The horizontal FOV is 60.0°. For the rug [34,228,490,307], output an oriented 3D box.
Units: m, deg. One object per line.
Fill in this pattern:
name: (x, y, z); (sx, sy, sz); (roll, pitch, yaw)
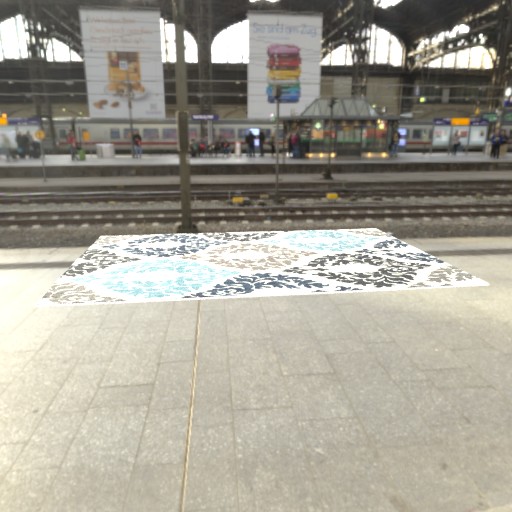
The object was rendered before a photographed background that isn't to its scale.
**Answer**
rug: (0.000, 0.000, 2.899); (2.275, 0.014, 1.514); (-2, 15, -8)
